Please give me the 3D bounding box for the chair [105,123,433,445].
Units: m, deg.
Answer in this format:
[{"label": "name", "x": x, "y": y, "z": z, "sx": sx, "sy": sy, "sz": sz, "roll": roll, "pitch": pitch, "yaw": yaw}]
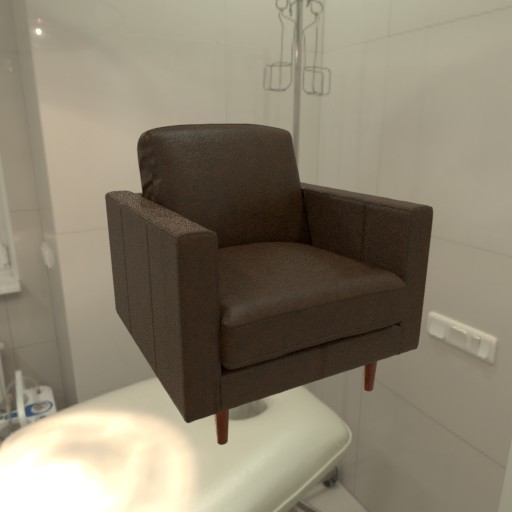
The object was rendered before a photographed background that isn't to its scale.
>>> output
[{"label": "chair", "x": 0.000, "y": 0.000, "z": 1.659, "sx": 0.890, "sy": 0.956, "sz": 0.909, "roll": -9, "pitch": 18, "yaw": -28}]
